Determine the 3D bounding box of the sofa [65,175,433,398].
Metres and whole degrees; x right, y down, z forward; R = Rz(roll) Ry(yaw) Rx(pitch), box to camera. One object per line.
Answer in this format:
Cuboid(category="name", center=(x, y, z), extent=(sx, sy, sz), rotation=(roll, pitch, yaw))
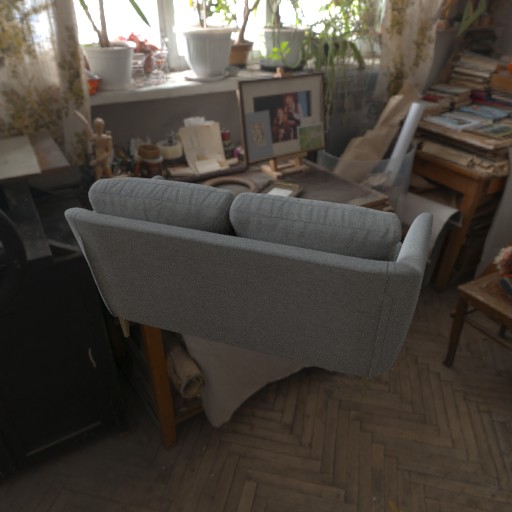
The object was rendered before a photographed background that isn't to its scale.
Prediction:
Cuboid(category="sofa", center=(0.000, 0.000, 2.211), extent=(1.619, 0.904, 0.960), rotation=(10, 33, 16))
